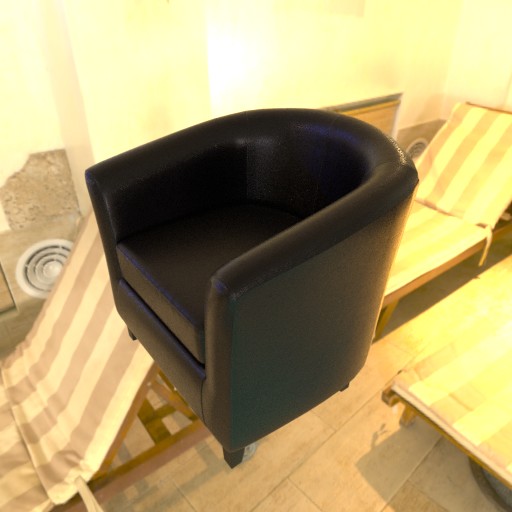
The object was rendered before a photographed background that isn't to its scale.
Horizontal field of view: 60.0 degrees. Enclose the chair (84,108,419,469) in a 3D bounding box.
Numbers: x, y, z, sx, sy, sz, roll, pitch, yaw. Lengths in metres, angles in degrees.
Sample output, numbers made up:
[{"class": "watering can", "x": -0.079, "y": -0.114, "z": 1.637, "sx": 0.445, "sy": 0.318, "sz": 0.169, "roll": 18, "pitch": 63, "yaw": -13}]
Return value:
[{"class": "chair", "x": 0.000, "y": 0.000, "z": 1.365, "sx": 0.727, "sy": 0.756, "sz": 0.793, "roll": -22, "pitch": 38, "yaw": -31}]
